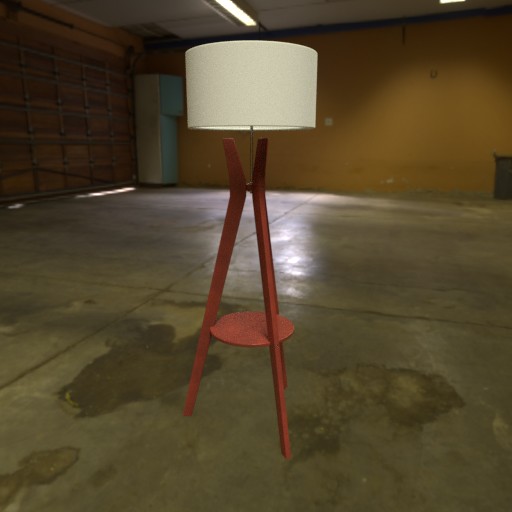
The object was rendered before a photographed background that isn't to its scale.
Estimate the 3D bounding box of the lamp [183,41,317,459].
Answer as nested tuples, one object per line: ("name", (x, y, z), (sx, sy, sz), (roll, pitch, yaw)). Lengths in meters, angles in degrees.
("lamp", (0.000, 0.000, 1.745), (0.539, 1.472, 0.542), (-7, 15, -27))
